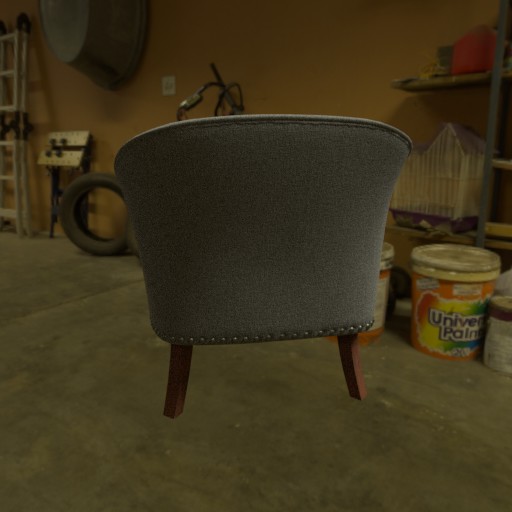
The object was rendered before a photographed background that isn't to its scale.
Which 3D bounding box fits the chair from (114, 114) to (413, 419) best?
[{"bbox_3d":[0.000,0.000,1.415,0.798,0.815,0.704,-2,14,-9],"label":"chair"}]
